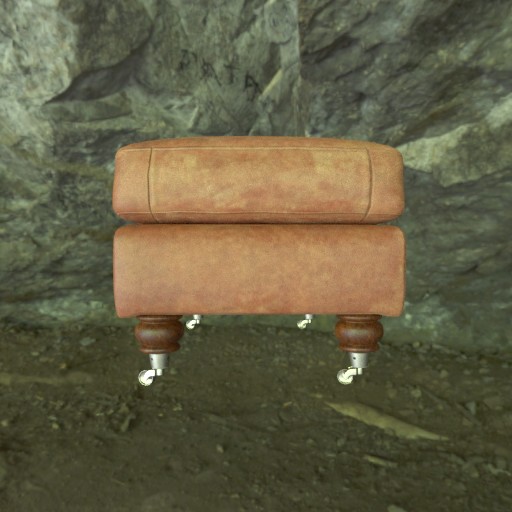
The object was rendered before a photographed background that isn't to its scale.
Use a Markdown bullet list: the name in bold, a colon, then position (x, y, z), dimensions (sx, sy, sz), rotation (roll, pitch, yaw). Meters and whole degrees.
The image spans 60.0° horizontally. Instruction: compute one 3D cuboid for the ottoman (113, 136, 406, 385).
- **ottoman**: position (0.000, 0.000, 1.210), dimensions (0.565, 0.507, 0.852), rotation (0, 0, -1)
